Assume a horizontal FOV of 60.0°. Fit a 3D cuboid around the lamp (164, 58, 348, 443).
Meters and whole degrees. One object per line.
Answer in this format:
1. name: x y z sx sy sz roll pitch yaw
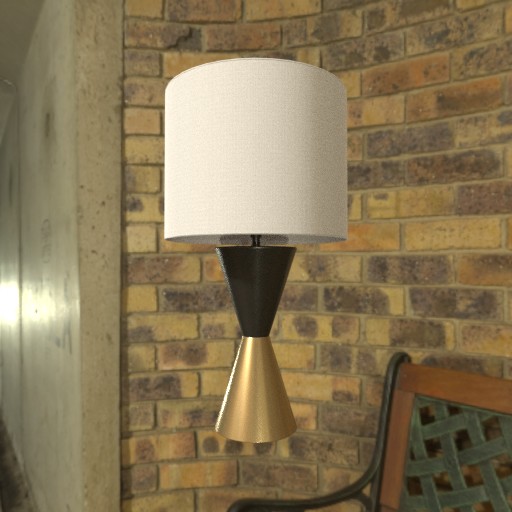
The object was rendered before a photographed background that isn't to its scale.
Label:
1. lamp: 0.000 0.000 0.750 0.304 0.573 0.304 0 -1 19
